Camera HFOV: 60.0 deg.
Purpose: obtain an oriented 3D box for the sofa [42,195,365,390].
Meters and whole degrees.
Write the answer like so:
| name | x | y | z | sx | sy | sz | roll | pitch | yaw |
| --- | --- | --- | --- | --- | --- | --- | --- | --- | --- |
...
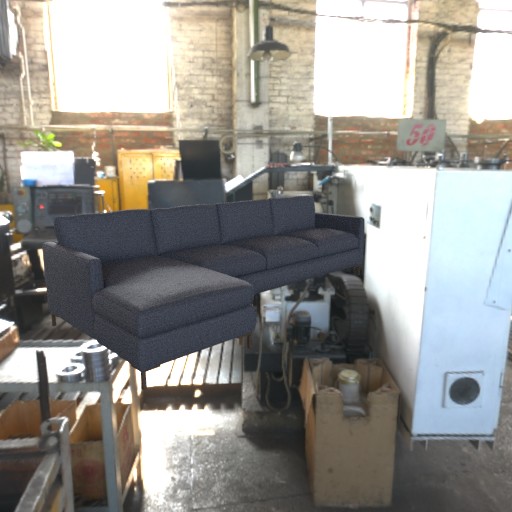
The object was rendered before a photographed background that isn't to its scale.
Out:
| name | x | y | z | sx | sy | sz | roll | pitch | yaw |
| --- | --- | --- | --- | --- | --- | --- | --- | --- | --- |
| sofa | 0.000 | 0.000 | 3.032 | 2.445 | 0.673 | 1.125 | -12 | 17 | -43 |
